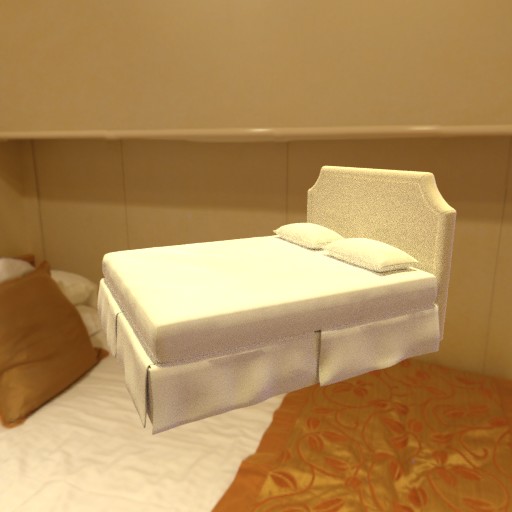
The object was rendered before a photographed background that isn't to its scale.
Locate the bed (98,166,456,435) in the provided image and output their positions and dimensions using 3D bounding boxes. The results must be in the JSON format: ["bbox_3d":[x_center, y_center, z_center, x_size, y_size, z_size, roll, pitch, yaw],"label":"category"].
[{"bbox_3d":[0.000,0.000,4.261,2.773,1.590,2.350,-7,15,-26],"label":"bed"}]
